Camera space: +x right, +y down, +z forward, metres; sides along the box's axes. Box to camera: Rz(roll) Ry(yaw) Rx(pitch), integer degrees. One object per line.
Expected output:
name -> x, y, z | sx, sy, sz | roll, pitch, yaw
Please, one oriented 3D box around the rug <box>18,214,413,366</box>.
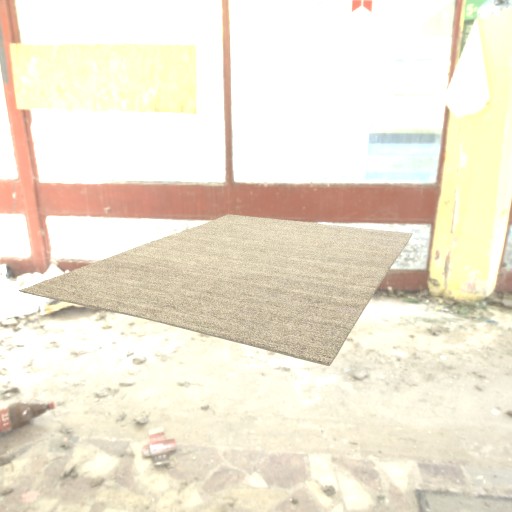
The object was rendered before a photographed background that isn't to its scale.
rug -> 0.000, 0.000, 4.195 | 2.434, 0.045, 3.202 | 8, 19, 25
